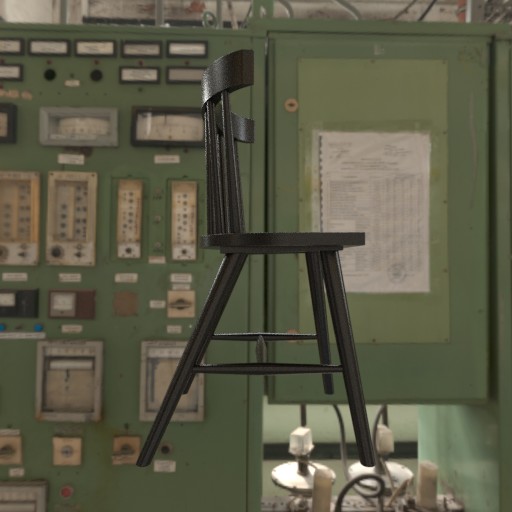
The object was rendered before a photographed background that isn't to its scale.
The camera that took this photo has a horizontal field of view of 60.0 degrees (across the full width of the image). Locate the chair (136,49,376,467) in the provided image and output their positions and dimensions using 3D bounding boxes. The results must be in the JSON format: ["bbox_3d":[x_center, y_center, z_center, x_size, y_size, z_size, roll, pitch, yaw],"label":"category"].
[{"bbox_3d":[0.000,0.000,1.136,0.483,0.844,0.506,0,-1,0],"label":"chair"}]
